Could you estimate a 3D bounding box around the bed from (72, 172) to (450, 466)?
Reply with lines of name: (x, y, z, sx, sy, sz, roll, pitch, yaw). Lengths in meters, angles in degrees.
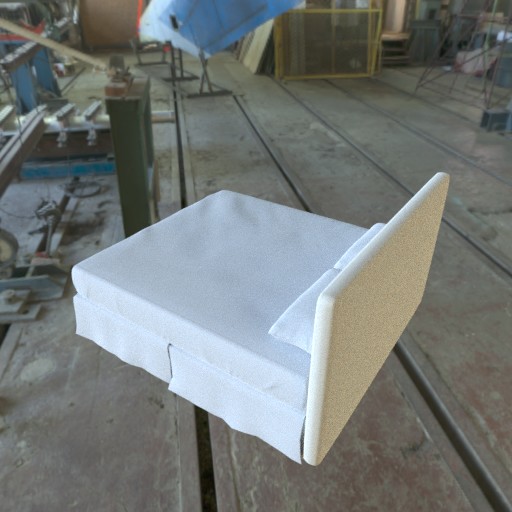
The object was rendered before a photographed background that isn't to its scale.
bed: (0.000, 0.000, 3.626, 2.341, 1.317, 2.119, 20, 36, 29)
